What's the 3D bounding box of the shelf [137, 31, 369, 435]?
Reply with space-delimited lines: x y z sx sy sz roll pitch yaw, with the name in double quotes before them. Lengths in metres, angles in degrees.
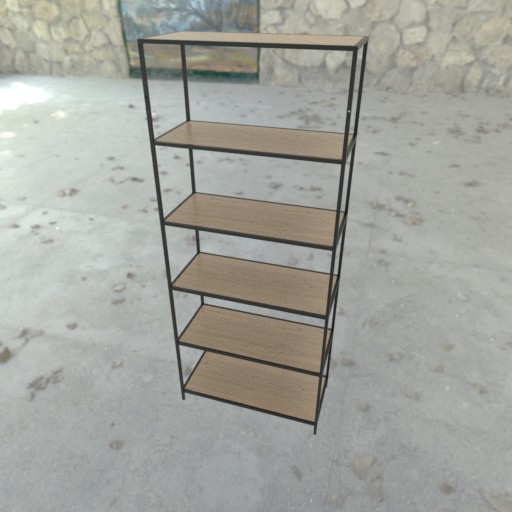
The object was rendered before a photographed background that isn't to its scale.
"shelf" 0.000 0.000 2.084 0.770 1.850 0.350 9 32 15
